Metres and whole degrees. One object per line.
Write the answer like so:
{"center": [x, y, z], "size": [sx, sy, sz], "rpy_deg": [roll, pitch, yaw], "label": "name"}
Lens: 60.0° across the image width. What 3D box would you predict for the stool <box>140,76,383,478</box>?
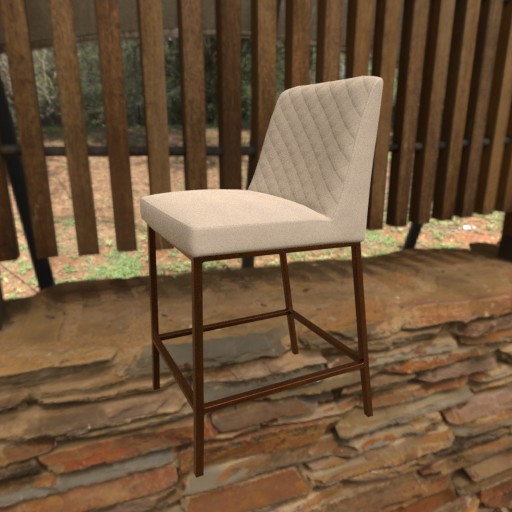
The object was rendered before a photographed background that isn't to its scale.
{"center": [0.000, 0.000, 1.297], "size": [0.576, 0.973, 0.507], "rpy_deg": [-8, 18, -25], "label": "stool"}
